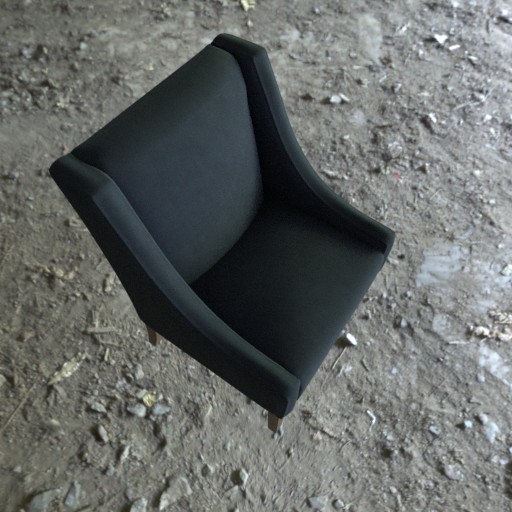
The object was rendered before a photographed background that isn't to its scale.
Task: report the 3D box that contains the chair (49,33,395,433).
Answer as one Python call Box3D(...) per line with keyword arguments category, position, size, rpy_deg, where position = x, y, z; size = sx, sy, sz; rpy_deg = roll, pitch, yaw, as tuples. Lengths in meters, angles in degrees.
Box3D(category="chair", position=(0.000, 0.000, 1.304), size=(0.629, 0.895, 0.629), rpy_deg=(30, 62, 18))
